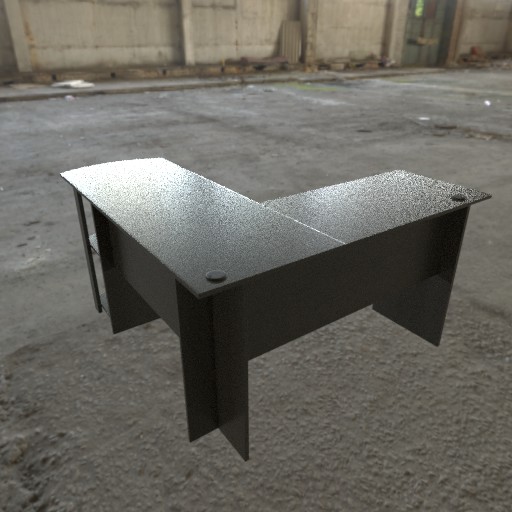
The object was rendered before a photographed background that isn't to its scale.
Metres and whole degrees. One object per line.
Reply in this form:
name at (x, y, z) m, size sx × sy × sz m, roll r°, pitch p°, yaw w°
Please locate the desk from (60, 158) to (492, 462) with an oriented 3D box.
desk at (0.000, 0.000, 2.052) m, size 1.303 × 0.716 × 1.361 m, roll -17°, pitch 31°, yaw -31°
